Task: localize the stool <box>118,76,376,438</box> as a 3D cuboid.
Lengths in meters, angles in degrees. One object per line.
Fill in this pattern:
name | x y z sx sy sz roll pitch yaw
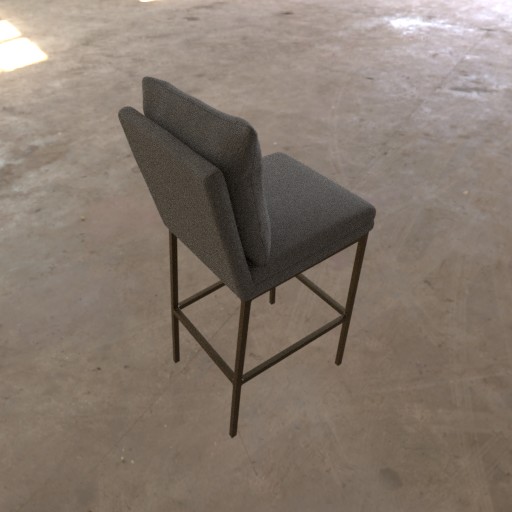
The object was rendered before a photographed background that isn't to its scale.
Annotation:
stool | 0.000 0.000 1.442 0.569 1.132 0.463 -27 47 -27
